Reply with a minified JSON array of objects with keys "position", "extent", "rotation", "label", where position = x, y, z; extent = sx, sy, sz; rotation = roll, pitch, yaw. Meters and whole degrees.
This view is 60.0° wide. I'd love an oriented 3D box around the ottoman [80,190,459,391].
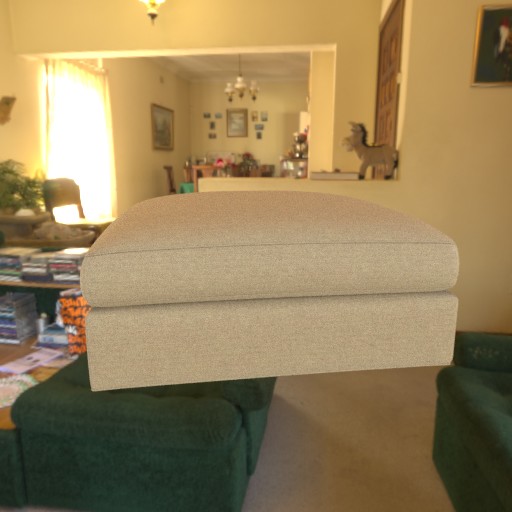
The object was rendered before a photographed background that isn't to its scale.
[{"position":[0.000,0.000,1.665],"extent":[1.041,0.470,1.041],"rotation":[-2,12,-8],"label":"ottoman"}]
